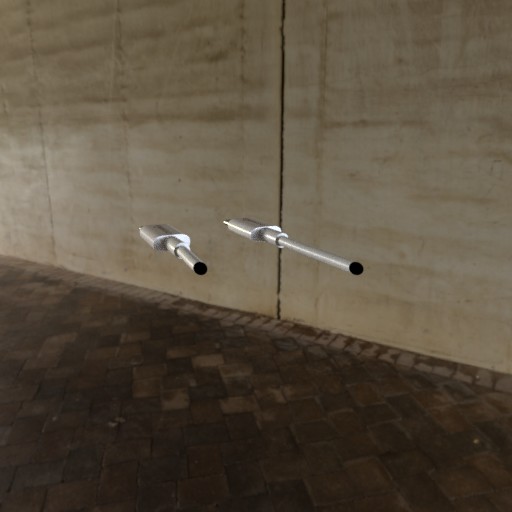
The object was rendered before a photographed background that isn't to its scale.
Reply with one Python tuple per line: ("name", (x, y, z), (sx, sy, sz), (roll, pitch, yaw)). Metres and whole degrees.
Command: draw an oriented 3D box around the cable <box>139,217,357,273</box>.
("cable", (0.000, 0.000, 0.111), (0.041, 0.005, 0.098), (-7, 16, -25))
